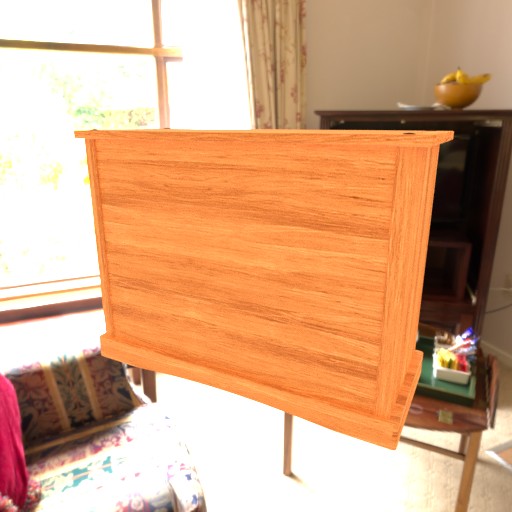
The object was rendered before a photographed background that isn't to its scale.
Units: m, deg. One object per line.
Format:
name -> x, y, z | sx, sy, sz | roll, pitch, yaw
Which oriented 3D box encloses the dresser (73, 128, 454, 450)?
dresser -> 0.000, 0.000, 1.349 | 0.990, 0.740, 0.410 | 9, 19, 27
